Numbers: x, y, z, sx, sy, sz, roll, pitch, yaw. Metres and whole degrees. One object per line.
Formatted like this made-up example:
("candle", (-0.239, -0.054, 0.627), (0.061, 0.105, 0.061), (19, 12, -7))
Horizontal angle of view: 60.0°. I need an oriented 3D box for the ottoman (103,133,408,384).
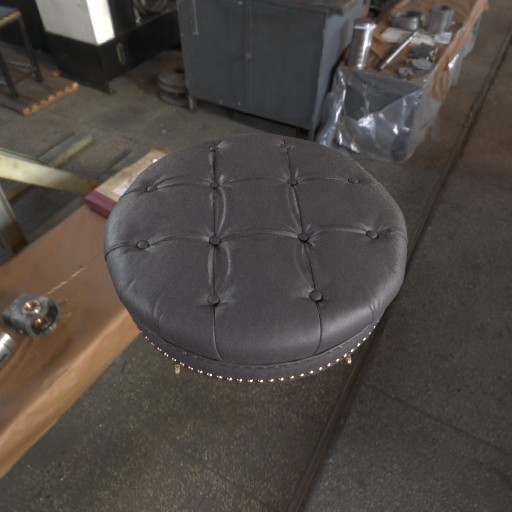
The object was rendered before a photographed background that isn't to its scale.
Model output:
("ottoman", (0.000, 0.000, 1.421), (0.901, 0.439, 0.901), (0, 46, 0))
